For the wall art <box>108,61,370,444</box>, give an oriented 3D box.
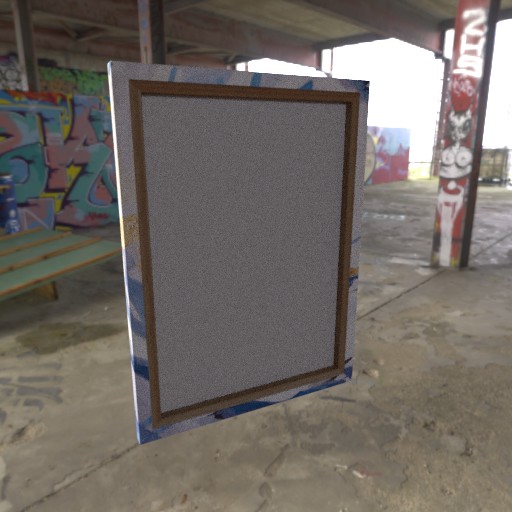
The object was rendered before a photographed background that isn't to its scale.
[{"bbox_3d":[0.000,0.000,1.315,0.761,1.015,0.038,-7,17,-26],"label":"wall art"}]
